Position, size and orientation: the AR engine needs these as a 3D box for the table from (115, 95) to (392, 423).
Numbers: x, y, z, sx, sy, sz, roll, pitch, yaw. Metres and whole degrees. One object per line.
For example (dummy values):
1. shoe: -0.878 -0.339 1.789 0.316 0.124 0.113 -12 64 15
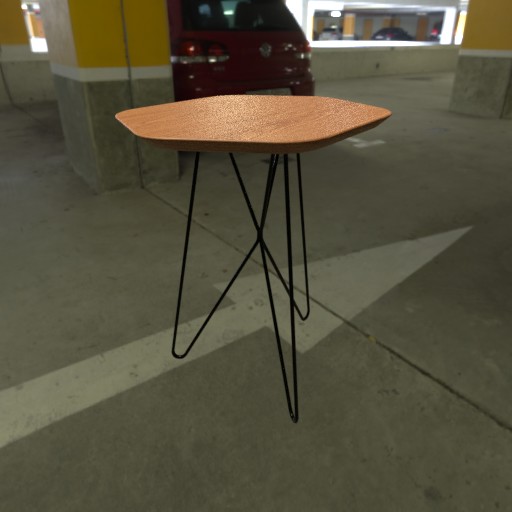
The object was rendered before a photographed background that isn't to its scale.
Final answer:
1. table: 0.000 0.000 0.897 0.400 0.562 0.500 18 32 32
